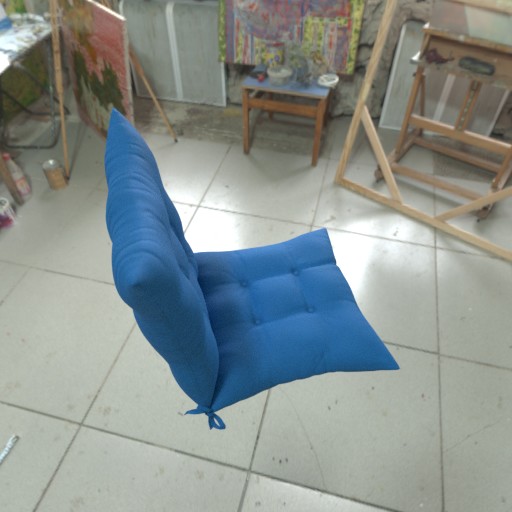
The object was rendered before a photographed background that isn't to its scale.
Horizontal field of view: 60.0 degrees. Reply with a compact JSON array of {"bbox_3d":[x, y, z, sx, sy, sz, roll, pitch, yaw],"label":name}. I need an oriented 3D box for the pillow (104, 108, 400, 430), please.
[{"bbox_3d":[0.000,0.000,1.011,0.585,0.536,0.541,-11,48,-10],"label":"pillow"}]
